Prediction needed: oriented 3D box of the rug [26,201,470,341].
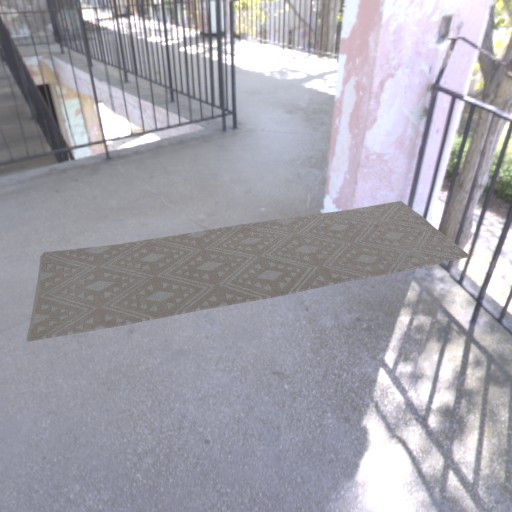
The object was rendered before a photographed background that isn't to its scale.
[{"bbox_3d":[0.000,0.000,2.646,2.452,0.051,0.752,-10,35,-14],"label":"rug"}]
